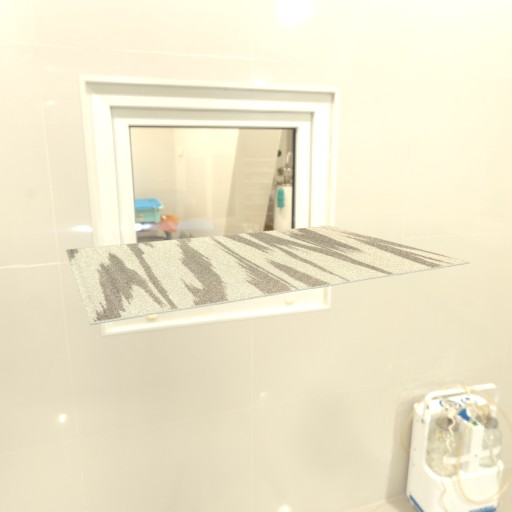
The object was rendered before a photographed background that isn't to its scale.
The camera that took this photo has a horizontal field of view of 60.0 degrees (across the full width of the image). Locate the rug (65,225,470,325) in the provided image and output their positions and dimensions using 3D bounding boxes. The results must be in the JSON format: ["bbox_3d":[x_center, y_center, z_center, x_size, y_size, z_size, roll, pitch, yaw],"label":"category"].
[{"bbox_3d":[0.000,0.000,2.379,1.827,0.008,1.225,-7,15,-26],"label":"rug"}]
